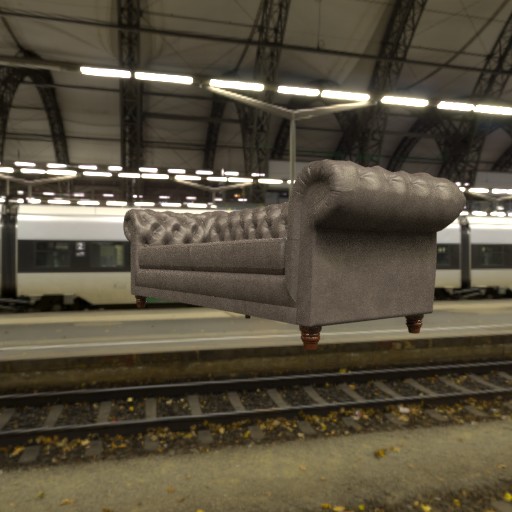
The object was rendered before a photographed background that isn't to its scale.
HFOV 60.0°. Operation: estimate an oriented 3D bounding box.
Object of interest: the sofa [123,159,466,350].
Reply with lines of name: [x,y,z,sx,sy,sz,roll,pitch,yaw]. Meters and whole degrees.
sofa: [0.000,0.000,2.824,0.944,0.783,2.385,0,-1,-35]
